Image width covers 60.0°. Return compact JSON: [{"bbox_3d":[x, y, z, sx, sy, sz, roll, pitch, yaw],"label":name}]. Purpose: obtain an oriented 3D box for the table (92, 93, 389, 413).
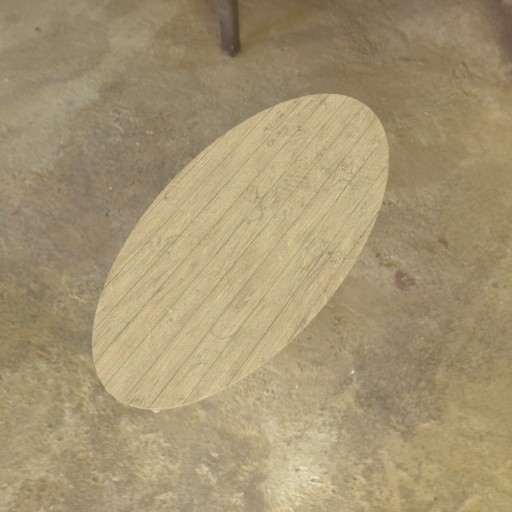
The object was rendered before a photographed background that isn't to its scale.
[{"bbox_3d":[0.000,0.000,1.345,0.542,0.390,1.083,32,68,15],"label":"table"}]
